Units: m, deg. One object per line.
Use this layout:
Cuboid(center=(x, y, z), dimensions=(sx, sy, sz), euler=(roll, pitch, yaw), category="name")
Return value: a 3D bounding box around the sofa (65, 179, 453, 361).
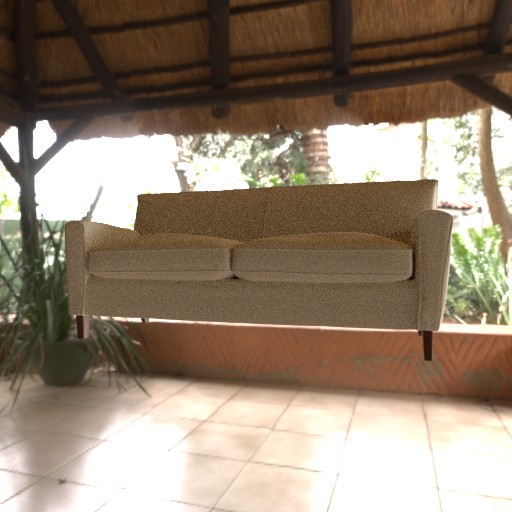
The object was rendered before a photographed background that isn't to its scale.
Cuboid(center=(0.000, 0.000, 2.507), dimensions=(2.001, 0.907, 0.841), euler=(0, 0, 17), category="sofa")
